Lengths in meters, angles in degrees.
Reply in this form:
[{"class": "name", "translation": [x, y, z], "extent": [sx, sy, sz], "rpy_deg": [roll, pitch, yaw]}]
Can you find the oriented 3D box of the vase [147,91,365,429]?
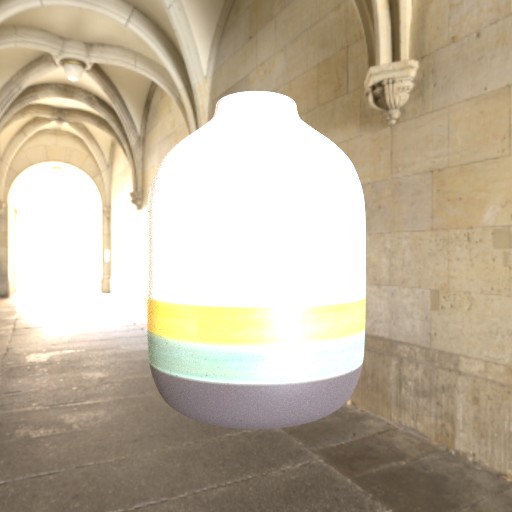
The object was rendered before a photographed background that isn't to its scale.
[{"class": "vase", "translation": [0.000, 0.000, 0.353], "extent": [0.169, 0.240, 0.169], "rpy_deg": [0, 0, 0]}]
